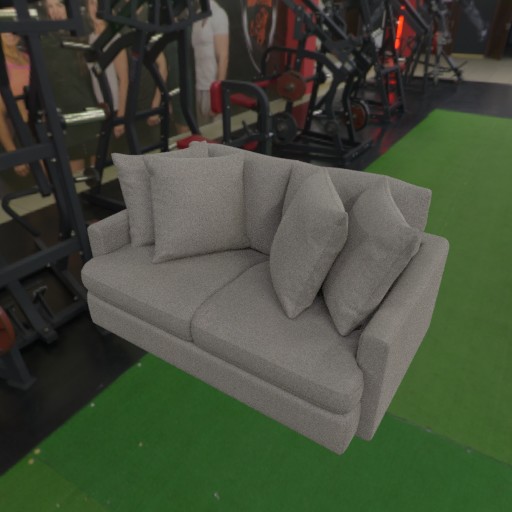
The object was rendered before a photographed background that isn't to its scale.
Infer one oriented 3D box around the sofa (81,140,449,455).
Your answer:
[{"bbox_3d":[0.000,0.000,2.580,1.869,1.080,1.228,19,35,29],"label":"sofa"}]
